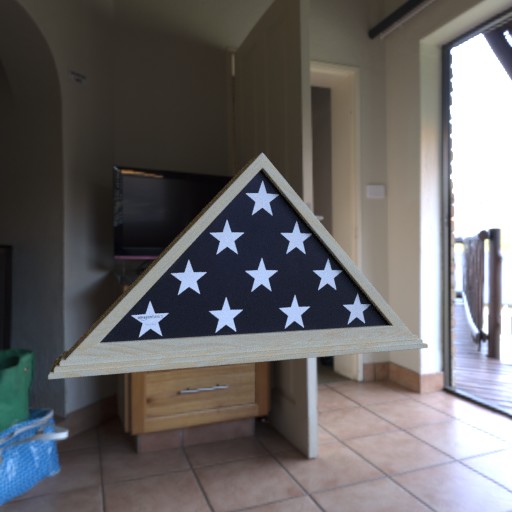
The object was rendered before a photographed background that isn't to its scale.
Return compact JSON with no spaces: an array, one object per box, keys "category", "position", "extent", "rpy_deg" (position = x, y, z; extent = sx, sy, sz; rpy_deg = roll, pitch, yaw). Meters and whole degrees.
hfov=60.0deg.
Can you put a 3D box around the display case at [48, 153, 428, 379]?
[{"category":"display case","position":[0.000,0.000,0.760],"extent":[0.640,0.340,0.095],"rpy_deg":[0,0,-19]}]
